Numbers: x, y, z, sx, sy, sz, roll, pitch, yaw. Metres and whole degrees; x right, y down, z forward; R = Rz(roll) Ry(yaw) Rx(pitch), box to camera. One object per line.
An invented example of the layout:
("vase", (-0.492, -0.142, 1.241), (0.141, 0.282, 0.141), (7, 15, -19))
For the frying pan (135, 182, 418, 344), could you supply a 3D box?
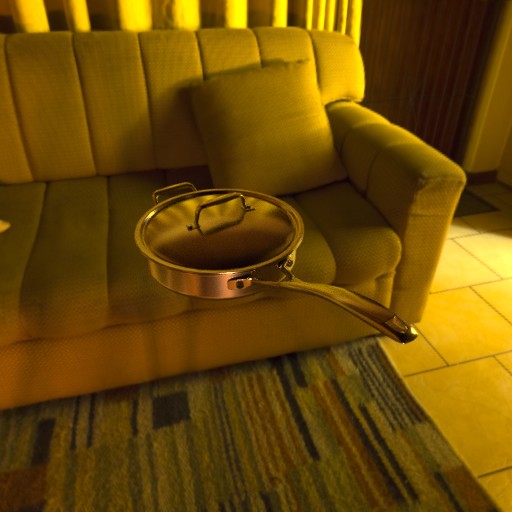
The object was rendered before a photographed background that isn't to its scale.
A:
("frying pan", (0.000, 0.000, 0.676), (0.280, 0.114, 0.561), (-22, 39, -29))
